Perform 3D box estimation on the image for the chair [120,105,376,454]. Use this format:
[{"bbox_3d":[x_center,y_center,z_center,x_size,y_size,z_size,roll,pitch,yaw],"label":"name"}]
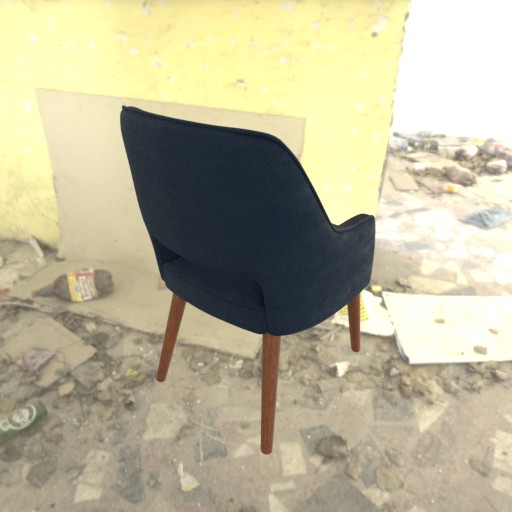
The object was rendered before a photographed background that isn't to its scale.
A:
[{"bbox_3d":[0.000,0.000,1.227,0.559,0.844,0.591,21,36,32],"label":"chair"}]
